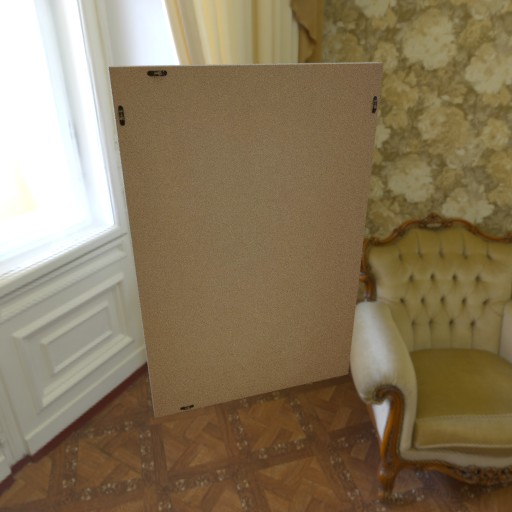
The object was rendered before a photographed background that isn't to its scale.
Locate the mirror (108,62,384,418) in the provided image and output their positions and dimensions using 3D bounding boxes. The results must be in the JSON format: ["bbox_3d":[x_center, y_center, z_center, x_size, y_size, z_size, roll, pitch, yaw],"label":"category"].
[{"bbox_3d":[0.000,0.000,1.152,0.609,0.915,0.040,-8,27,-16],"label":"mirror"}]
